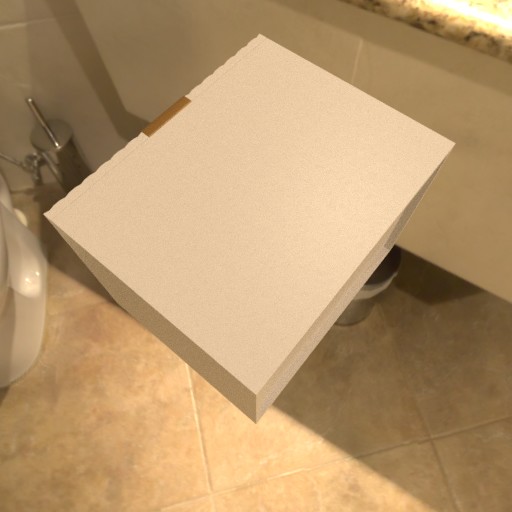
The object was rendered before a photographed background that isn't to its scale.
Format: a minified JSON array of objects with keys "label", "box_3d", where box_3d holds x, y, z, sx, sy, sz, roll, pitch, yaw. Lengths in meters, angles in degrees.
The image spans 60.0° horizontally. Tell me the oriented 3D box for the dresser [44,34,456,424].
[{"label":"dresser","box_3d":[0.000,0.000,0.936,0.414,0.568,0.503,36,70,16]}]
